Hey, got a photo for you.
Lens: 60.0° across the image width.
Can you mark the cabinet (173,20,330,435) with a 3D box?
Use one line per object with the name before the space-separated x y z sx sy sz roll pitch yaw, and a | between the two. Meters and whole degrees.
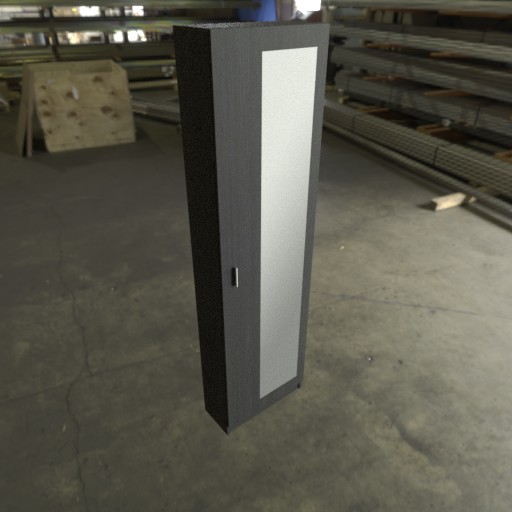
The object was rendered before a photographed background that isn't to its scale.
cabinet | 0.000 0.000 1.928 0.500 1.790 0.230 -22 37 -33
